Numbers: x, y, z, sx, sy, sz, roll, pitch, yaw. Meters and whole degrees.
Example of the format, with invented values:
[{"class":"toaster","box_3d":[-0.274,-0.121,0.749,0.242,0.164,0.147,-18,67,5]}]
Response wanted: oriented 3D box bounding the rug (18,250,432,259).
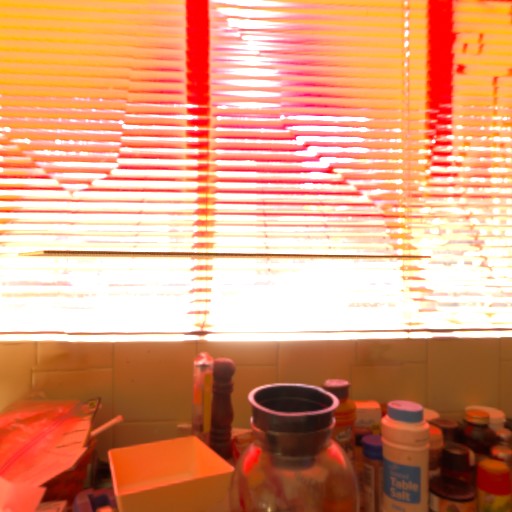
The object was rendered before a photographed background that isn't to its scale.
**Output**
[{"class":"rug","box_3d":[0.000,0.000,2.466,2.276,0.014,0.678,1,-1,-35]}]
